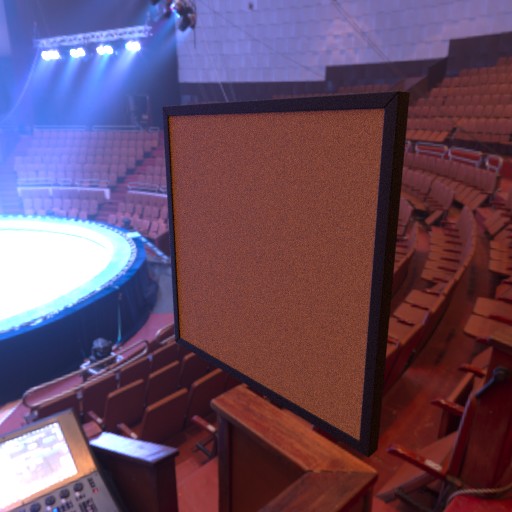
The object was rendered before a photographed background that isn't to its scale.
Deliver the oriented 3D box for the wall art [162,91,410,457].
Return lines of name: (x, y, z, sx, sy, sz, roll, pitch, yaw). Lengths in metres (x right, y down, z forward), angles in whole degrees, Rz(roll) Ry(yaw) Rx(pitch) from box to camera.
wall art: (0.000, 0.000, 1.152, 0.037, 0.763, 0.763, -15, 22, -41)
